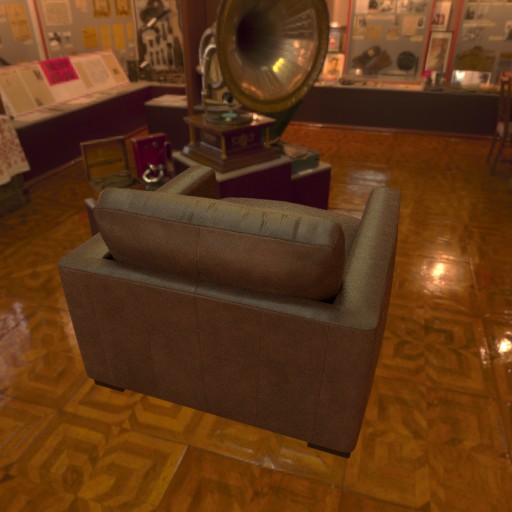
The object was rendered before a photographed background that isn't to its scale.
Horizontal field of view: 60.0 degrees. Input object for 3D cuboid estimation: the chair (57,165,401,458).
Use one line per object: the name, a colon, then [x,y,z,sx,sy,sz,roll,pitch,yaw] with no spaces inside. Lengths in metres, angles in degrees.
chair: [0.000,0.000,1.831,1.100,0.812,1.069,10,32,16]
